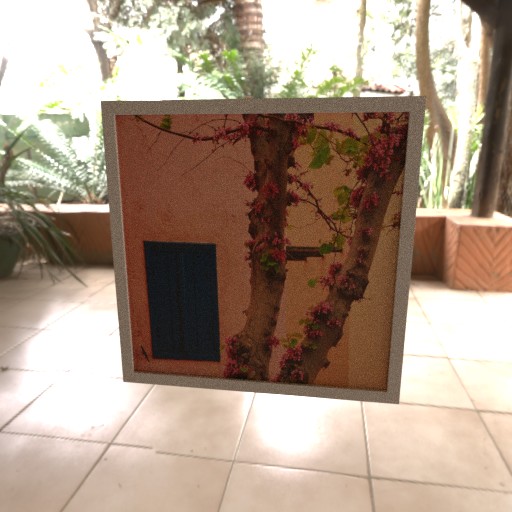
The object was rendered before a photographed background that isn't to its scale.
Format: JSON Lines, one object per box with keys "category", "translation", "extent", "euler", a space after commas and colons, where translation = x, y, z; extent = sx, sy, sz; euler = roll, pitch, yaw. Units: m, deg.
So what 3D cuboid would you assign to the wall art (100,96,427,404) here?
{"category": "wall art", "translation": [0.000, 0.000, 1.138], "extent": [0.762, 0.762, 0.038], "euler": [2, 14, 8]}
